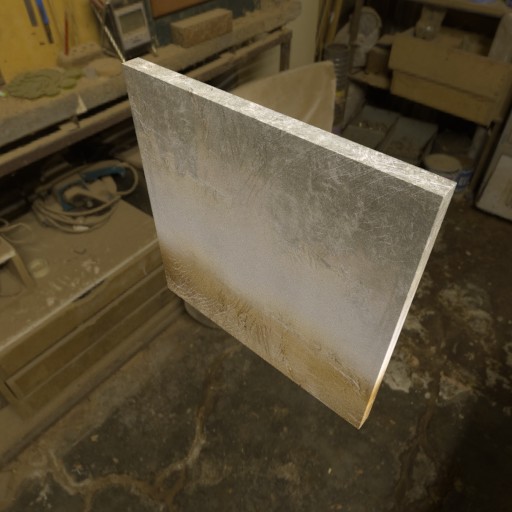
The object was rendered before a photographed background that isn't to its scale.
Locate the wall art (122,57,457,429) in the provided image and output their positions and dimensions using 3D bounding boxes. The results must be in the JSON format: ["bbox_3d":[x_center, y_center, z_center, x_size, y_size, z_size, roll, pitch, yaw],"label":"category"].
[{"bbox_3d":[0.000,0.000,0.880,0.610,0.610,0.038,31,52,28],"label":"wall art"}]
